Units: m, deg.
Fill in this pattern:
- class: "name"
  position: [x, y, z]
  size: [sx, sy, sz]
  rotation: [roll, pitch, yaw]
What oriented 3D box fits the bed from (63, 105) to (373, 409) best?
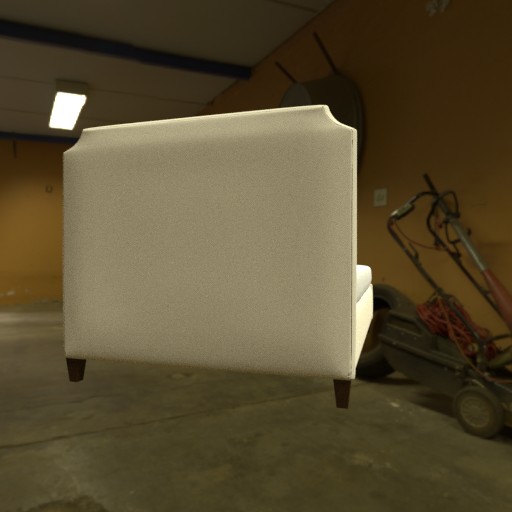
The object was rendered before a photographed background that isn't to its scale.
- class: "bed"
  position: [0.000, 0.000, 3.478]
  size: [1.712, 1.497, 2.372]
  rotation: [0, 0, 17]
